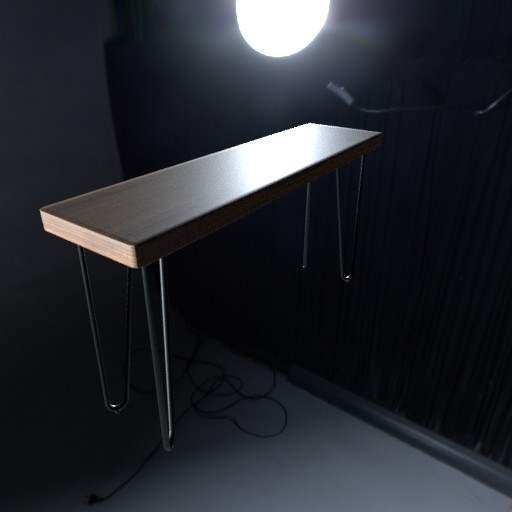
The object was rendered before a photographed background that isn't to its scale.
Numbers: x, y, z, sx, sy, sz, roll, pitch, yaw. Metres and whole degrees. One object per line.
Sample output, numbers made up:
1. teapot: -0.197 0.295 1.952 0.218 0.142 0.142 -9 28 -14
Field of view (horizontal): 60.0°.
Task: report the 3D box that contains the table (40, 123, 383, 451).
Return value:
1. table: 0.000 0.000 1.920 0.425 0.834 1.570 18 33 31
